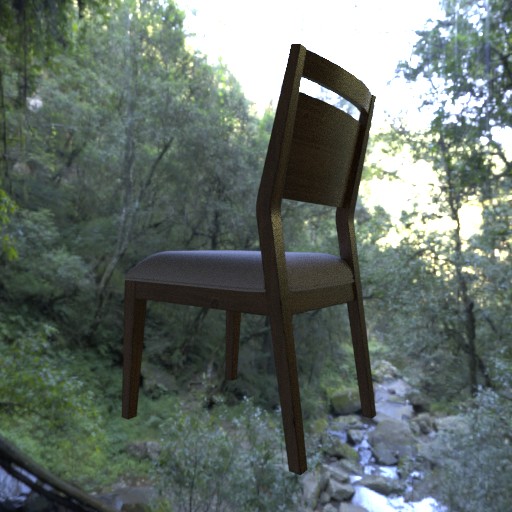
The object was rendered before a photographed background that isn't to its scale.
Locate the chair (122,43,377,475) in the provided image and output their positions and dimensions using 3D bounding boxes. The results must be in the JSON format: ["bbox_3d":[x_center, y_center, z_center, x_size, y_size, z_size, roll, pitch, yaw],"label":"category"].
[{"bbox_3d":[0.000,0.000,1.294,0.610,0.939,0.497,1,2,37],"label":"chair"}]
